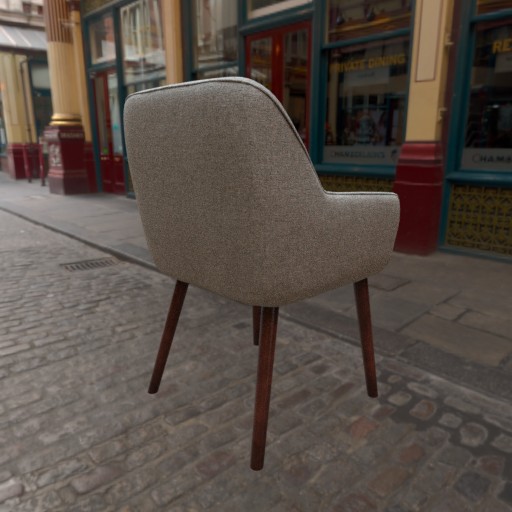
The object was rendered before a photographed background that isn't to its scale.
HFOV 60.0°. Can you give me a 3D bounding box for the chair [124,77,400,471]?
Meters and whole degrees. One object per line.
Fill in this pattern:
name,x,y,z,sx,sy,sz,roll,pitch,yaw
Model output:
chair,0.000,0.000,1.162,0.519,0.803,0.543,-13,19,-42
